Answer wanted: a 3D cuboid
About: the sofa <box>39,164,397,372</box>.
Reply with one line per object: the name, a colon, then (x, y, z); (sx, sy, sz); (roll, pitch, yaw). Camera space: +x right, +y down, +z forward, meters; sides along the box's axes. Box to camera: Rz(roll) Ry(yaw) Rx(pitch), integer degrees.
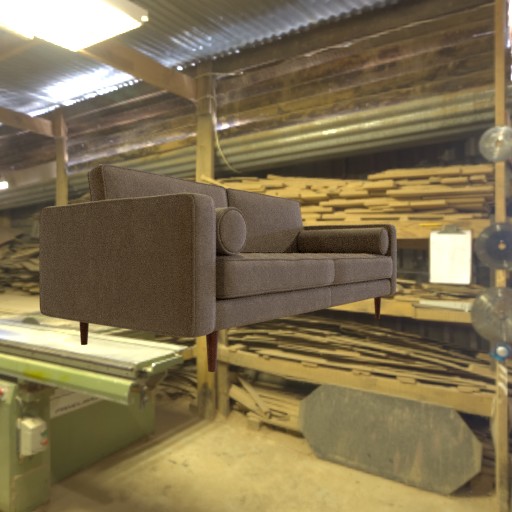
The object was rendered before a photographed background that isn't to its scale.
sofa: (0.000, 0.000, 2.322); (0.920, 0.769, 1.883); (0, 0, 36)
